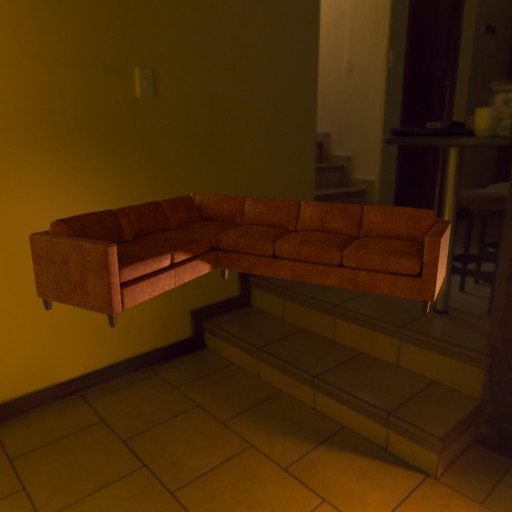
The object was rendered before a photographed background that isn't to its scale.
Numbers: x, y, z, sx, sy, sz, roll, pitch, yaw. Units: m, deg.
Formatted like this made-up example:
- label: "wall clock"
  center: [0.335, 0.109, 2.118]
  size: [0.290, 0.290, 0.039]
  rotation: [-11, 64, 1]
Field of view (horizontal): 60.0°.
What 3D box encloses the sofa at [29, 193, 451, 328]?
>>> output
- label: "sofa"
  center: [0.000, 0.000, 4.196]
  size: [3.150, 0.838, 2.438]
  rotation: [8, 17, 27]
